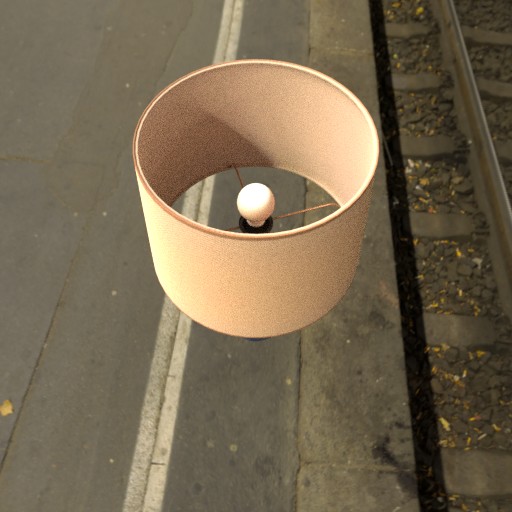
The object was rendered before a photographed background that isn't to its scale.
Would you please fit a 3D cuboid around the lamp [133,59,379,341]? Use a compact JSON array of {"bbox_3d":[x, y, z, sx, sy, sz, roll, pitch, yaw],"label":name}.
[{"bbox_3d":[0.000,0.000,0.840,0.367,0.609,0.367,0,59,0],"label":"lamp"}]
